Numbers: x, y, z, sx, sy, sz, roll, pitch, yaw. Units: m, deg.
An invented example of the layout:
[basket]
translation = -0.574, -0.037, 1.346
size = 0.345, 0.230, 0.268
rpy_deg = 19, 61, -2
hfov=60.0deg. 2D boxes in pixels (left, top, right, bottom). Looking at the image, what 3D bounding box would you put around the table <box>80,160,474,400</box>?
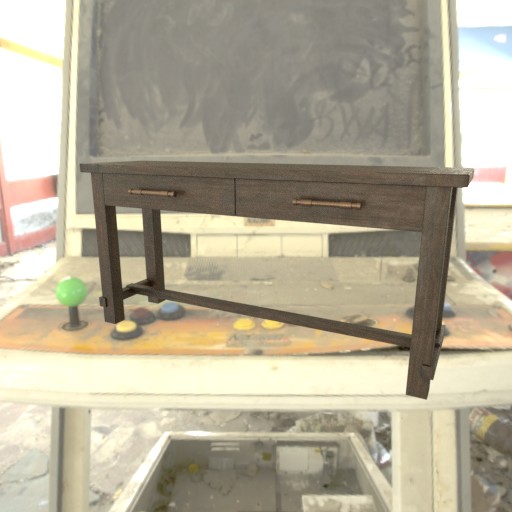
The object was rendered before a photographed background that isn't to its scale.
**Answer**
[table]
translation = 0.000, 0.000, 1.904
size = 1.599, 0.762, 0.442
rpy_deg = 7, 16, 26
